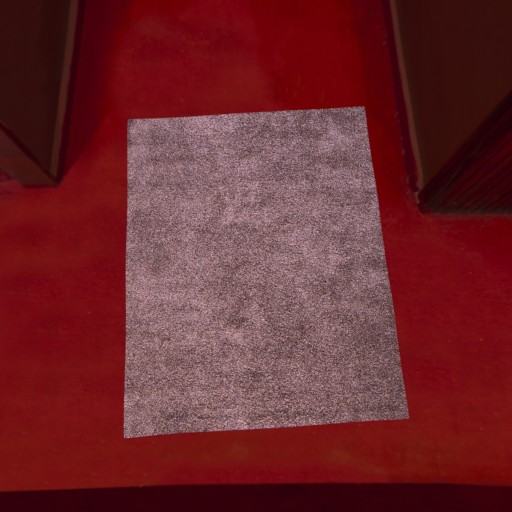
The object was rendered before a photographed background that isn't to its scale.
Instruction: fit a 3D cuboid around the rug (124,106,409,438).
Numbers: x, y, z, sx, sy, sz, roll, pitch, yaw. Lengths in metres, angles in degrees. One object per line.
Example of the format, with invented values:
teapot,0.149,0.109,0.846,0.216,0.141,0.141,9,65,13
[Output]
rug,0.000,0.000,4.109,2.401,0.025,3.000,-4,75,-1
